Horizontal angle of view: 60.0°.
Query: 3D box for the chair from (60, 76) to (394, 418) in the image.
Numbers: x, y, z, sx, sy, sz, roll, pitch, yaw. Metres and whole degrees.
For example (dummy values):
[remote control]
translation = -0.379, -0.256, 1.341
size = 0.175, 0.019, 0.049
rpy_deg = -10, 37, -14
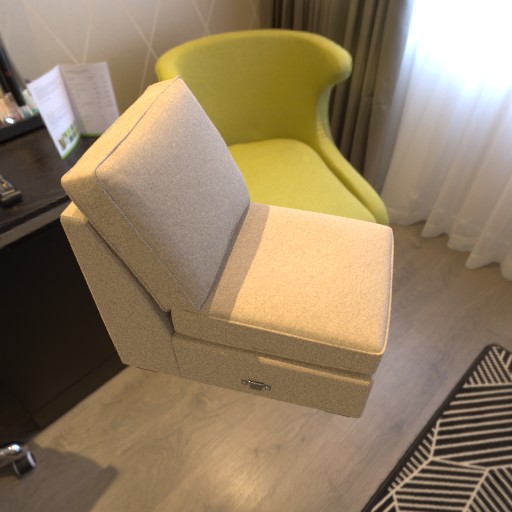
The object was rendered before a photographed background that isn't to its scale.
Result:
[chair]
translation = 0.000, 0.000, 1.672
size = 1.020, 1.058, 0.674
rpy_deg = 10, 47, 10
